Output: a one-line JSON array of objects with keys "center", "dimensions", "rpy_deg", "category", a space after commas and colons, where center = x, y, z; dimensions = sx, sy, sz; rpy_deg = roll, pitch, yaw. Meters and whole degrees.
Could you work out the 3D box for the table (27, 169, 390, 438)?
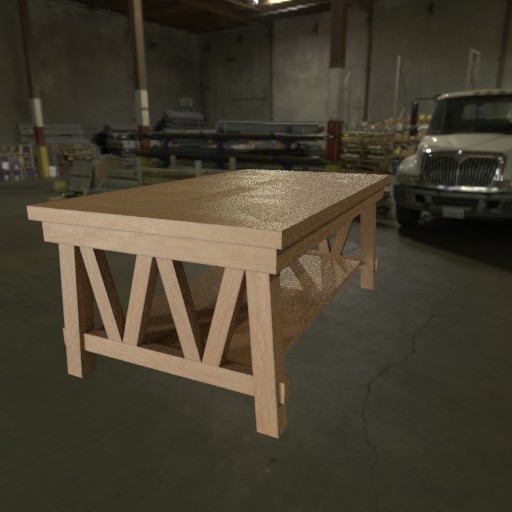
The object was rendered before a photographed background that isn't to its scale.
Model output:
[{"center": [0.000, 0.000, 1.620], "dimensions": [0.711, 0.507, 1.270], "rpy_deg": [7, 17, 24], "category": "table"}]
